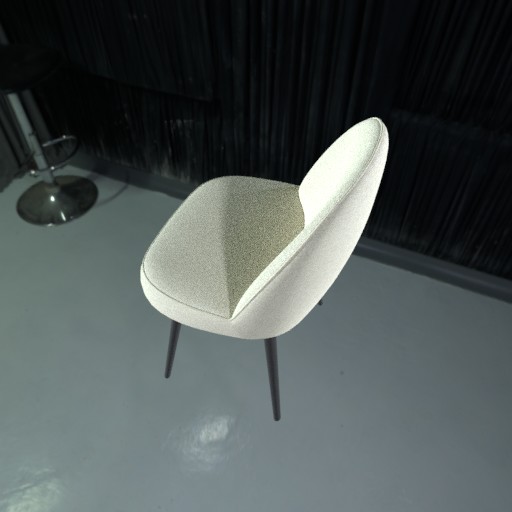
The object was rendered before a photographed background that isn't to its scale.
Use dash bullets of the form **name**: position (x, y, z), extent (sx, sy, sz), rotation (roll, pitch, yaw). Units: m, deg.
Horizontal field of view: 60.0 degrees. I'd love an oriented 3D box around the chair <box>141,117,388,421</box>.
- **chair**: position (0.000, 0.000, 1.204), extent (0.540, 0.838, 0.532), rotation (16, 50, 15)
